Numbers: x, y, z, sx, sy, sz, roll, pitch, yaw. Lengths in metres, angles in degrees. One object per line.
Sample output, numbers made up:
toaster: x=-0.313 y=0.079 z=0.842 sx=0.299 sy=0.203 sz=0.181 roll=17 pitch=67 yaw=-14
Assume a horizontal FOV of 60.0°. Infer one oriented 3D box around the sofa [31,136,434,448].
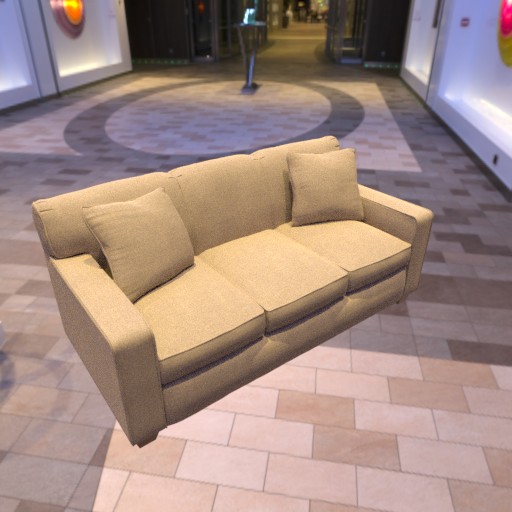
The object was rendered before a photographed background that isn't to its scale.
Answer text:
sofa: x=0.000 y=0.000 z=2.535 sx=2.024 sy=0.958 sz=0.997 roll=-20 pitch=35 yaw=-32
